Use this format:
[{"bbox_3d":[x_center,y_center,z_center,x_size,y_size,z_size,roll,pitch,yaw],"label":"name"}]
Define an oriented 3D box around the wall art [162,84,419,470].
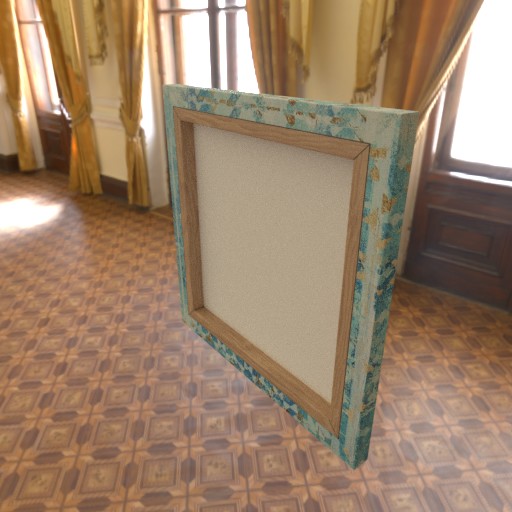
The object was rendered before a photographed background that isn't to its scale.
[{"bbox_3d":[0.000,0.000,0.886,0.040,0.609,0.609,-18,31,-34],"label":"wall art"}]
